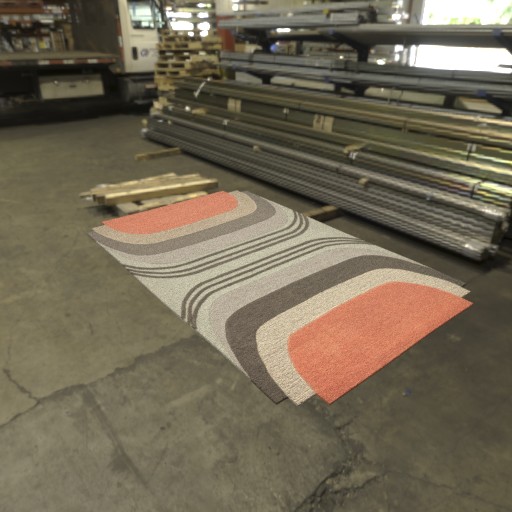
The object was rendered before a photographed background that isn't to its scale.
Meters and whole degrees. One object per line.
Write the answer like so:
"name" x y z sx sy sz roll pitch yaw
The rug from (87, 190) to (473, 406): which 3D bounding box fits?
"rug" 0.000 0.000 3.005 1.530 0.017 2.446 -20 34 -34
